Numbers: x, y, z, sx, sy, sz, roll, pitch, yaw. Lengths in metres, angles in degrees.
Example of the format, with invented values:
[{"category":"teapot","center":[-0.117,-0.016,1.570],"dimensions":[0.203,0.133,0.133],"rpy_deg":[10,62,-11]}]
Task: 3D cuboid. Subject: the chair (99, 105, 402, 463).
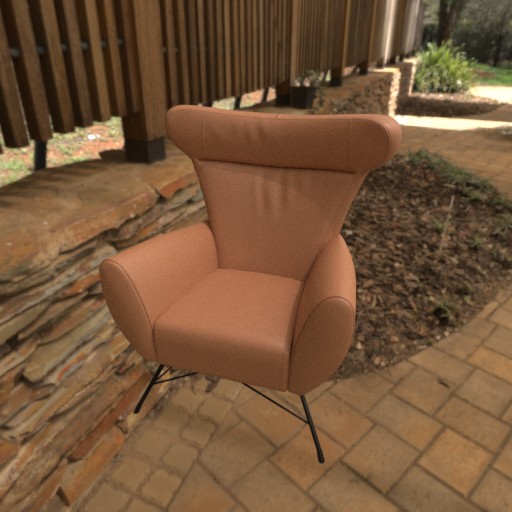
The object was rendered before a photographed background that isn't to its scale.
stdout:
[{"category":"chair","center":[0.000,0.000,1.772],"dimensions":[0.980,1.050,0.900],"rpy_deg":[8,28,16]}]
